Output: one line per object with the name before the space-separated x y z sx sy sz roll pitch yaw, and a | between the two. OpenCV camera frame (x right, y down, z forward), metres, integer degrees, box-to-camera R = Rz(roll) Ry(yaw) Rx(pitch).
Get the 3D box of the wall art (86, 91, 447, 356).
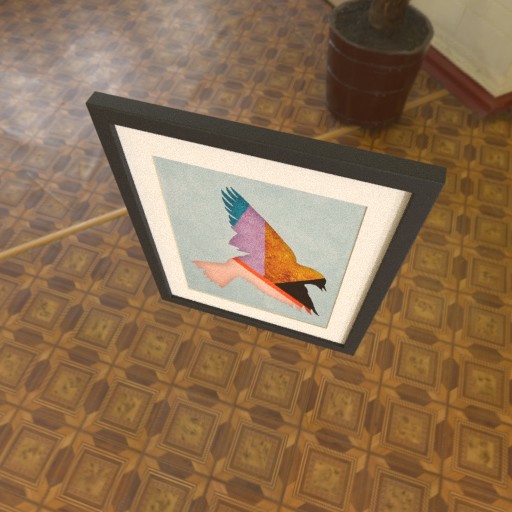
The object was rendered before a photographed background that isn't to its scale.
wall art | 0.000 0.000 0.779 0.457 0.558 0.028 15 59 9
